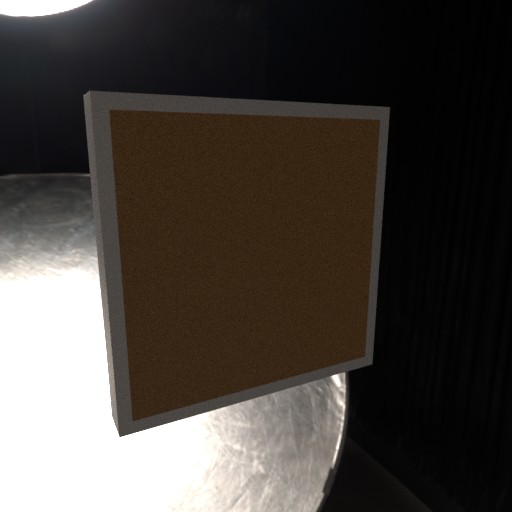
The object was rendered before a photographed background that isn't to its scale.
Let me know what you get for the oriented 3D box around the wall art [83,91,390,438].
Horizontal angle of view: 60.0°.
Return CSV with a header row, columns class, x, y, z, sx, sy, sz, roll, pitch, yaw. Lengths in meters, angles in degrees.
class,x,y,z,sx,sy,sz,roll,pitch,yaw
wall art,0.000,0.000,0.458,0.305,0.302,0.038,-7,16,-27
